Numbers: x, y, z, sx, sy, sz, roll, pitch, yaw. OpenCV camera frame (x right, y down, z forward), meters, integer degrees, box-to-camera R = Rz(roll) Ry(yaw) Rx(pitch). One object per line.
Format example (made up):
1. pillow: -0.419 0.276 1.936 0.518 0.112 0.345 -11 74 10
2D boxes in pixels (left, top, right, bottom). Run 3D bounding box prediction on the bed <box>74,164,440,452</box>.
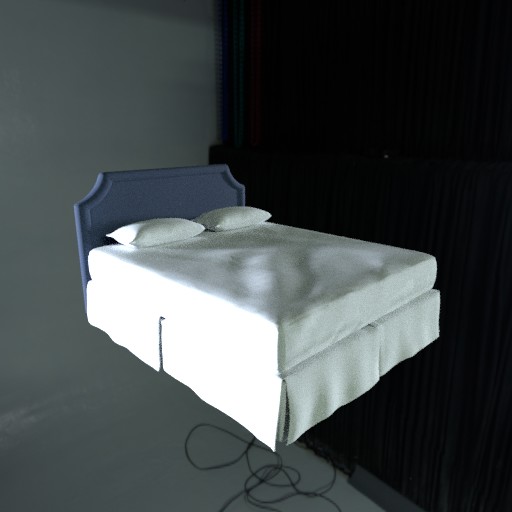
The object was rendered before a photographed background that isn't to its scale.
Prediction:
1. bed: 0.000 0.000 4.183 2.773 1.488 2.350 15 22 43
